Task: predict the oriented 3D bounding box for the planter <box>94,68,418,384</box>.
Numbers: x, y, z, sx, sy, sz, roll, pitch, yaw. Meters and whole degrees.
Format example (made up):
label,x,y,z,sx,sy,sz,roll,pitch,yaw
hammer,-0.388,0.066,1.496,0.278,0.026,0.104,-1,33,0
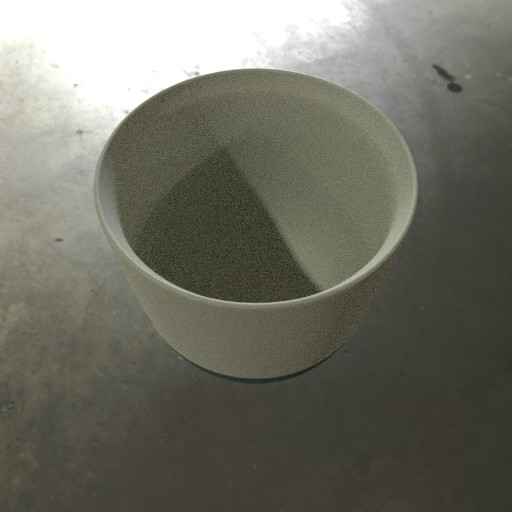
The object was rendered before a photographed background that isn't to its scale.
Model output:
label,x,y,z,sx,sy,sz,roll,pitch,yaw
planter,0.000,0.000,0.371,0.204,0.214,0.204,0,57,0
